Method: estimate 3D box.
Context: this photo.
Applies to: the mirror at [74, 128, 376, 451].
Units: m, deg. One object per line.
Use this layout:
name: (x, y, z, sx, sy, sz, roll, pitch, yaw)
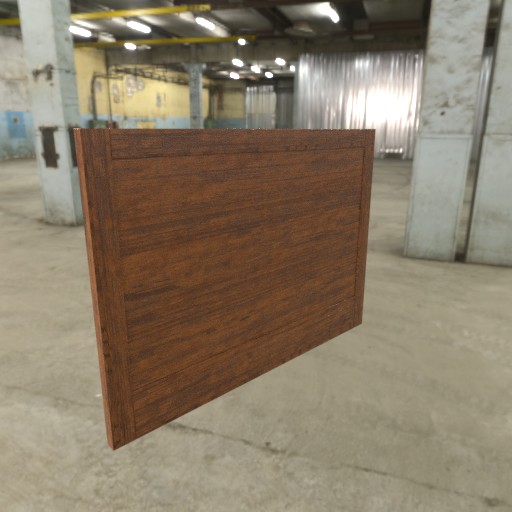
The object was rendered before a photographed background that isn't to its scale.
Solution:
mirror: (0.000, 0.000, 0.972, 0.758, 0.537, 0.084, -15, 21, -42)
